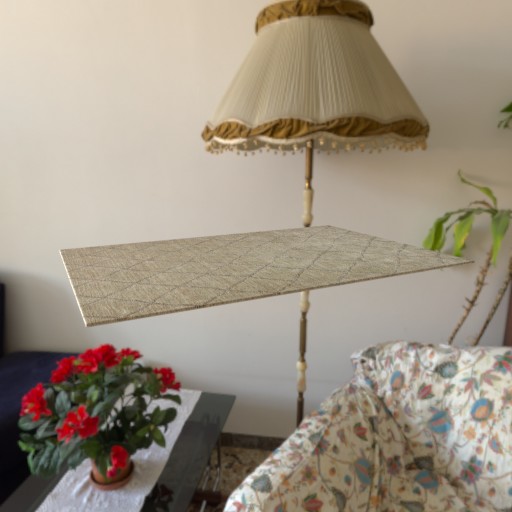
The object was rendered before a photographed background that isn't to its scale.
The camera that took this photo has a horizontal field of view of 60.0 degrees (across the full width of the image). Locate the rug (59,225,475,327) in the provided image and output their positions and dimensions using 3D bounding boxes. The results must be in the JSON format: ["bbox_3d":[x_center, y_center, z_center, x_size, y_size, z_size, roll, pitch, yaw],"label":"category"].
[{"bbox_3d":[0.000,0.000,2.912,2.280,0.015,1.521,-7,15,-26],"label":"rug"}]
